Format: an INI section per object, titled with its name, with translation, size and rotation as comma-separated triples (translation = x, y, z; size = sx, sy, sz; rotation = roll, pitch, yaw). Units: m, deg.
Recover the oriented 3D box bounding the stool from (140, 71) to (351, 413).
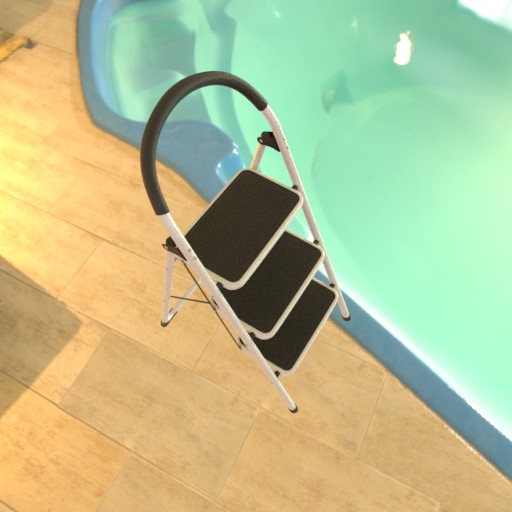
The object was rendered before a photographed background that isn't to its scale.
[stool]
translation = 0.000, 0.000, 1.436
size = 0.676, 1.109, 0.485
rotation = 29, 63, 16
